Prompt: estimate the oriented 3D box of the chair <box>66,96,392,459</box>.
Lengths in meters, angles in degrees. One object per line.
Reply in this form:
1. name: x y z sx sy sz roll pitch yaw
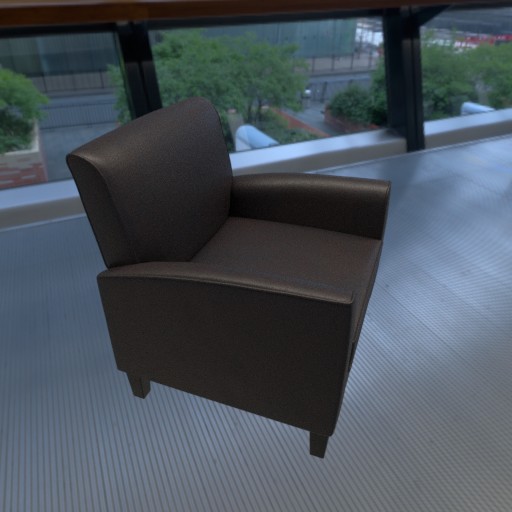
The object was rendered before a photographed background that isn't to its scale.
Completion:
1. chair: 0.000 0.000 1.572 0.819 0.916 0.820 11 34 18
